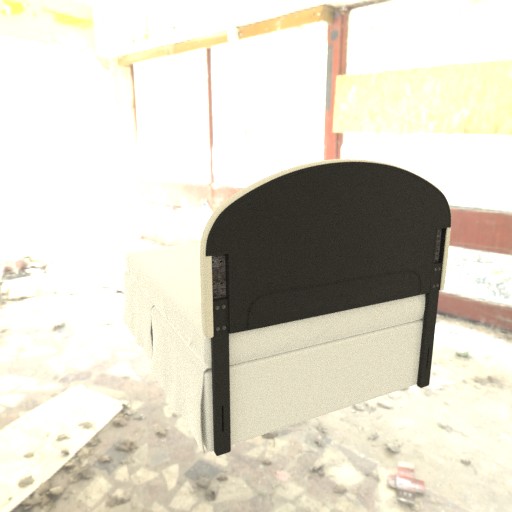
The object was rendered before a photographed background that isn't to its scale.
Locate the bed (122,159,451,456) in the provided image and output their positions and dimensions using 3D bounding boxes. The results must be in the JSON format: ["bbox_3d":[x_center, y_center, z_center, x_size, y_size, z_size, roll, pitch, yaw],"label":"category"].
[{"bbox_3d":[0.000,0.000,3.165,1.607,1.410,2.005,-7,16,-26],"label":"bed"}]
